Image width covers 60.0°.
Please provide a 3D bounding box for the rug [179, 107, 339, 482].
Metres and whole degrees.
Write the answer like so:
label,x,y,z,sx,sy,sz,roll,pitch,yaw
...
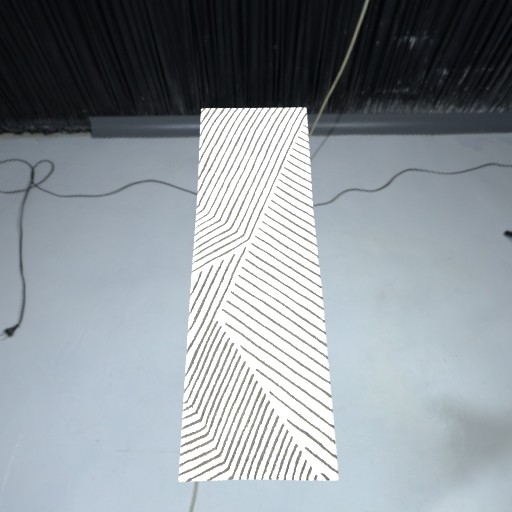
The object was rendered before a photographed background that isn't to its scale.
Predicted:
label,x,y,z,sx,sy,sz,roll,pitch,yaw
rug,0.000,0.000,2.692,0.773,0.020,2.439,-1,63,0
